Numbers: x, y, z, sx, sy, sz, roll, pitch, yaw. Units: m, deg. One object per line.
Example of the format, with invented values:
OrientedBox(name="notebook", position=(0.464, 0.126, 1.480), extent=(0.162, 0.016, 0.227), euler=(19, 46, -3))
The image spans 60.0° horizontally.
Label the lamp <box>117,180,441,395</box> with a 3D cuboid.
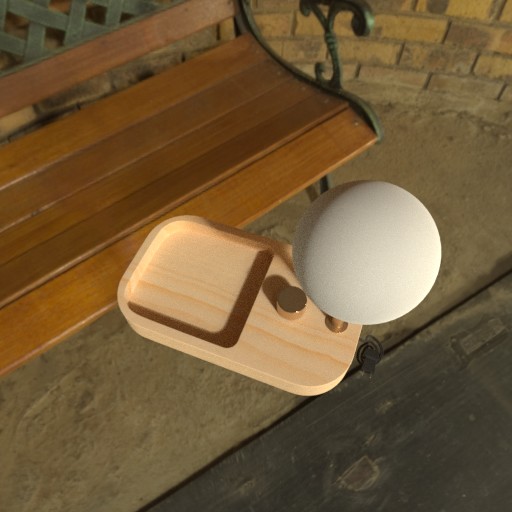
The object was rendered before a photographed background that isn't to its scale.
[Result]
OrientedBox(name="lamp", position=(0.000, 0.000, 0.462), extent=(0.331, 0.253, 0.173), euler=(18, 59, 11))
